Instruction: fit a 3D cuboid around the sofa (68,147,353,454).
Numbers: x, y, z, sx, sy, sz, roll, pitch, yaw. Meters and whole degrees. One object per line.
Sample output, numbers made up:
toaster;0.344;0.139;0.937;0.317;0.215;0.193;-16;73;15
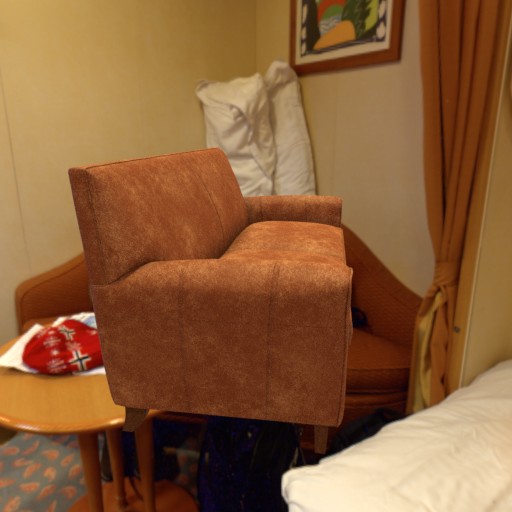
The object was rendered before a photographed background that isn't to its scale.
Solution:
sofa;0.000;0.000;1.934;0.787;0.871;1.473;3;16;9
